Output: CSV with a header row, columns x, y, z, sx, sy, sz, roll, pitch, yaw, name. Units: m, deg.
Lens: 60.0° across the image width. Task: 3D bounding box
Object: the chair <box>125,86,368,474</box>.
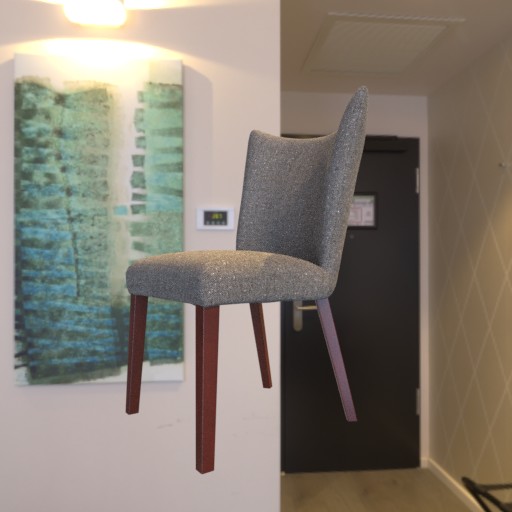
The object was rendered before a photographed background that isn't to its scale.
x,y,z,sx,sy,sz,roll,pitch,yaw,name
0.000,0.000,1.302,0.623,0.924,0.535,0,-1,-36,chair
